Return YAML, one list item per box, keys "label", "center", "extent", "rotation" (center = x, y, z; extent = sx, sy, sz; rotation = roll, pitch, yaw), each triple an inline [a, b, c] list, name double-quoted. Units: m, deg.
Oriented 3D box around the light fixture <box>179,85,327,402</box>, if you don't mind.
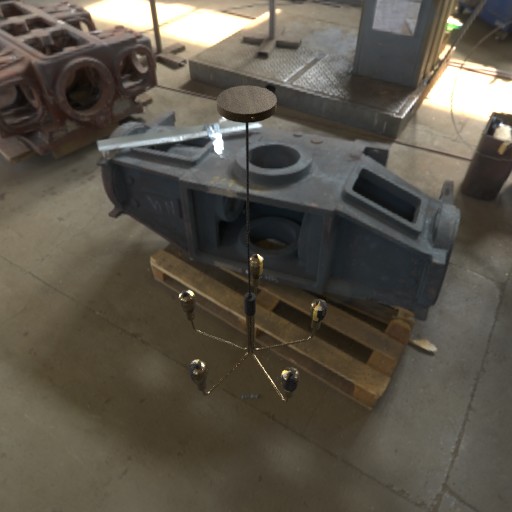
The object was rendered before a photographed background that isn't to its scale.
- label: "light fixture"
  center: [0.000, 0.000, 1.387]
  extent: [0.532, 1.059, 0.588]
  rotation: [-9, 47, -9]
